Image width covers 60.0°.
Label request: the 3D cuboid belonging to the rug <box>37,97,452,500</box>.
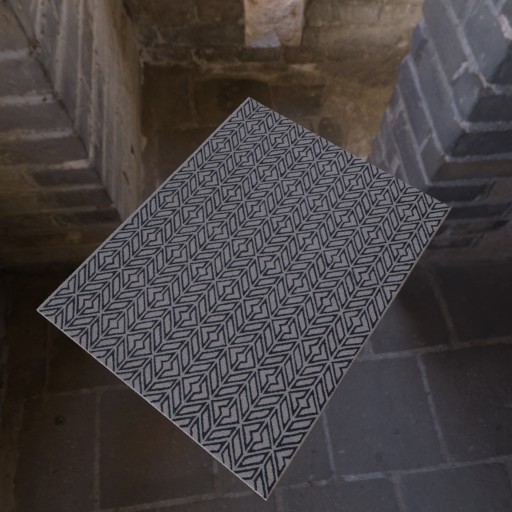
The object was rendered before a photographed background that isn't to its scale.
[{"bbox_3d":[0.000,0.000,4.013,2.421,0.008,3.045,33,68,15],"label":"rug"}]
